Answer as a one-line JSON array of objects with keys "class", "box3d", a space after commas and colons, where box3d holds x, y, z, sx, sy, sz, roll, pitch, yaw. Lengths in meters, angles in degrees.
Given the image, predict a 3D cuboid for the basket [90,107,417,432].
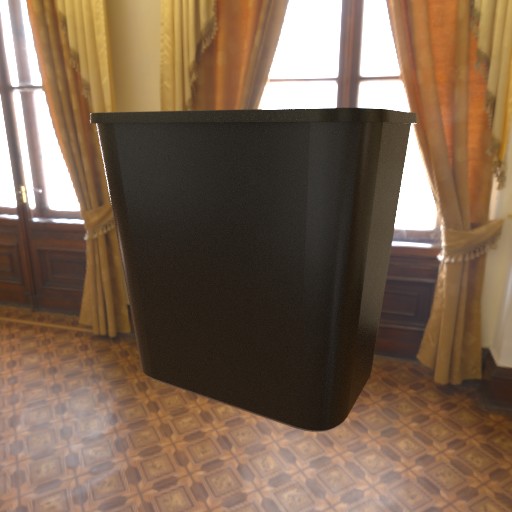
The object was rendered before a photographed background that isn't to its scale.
[{"class": "basket", "box3d": [0.000, 0.000, 0.502, 0.300, 0.307, 0.211, 9, 18, 27]}]
